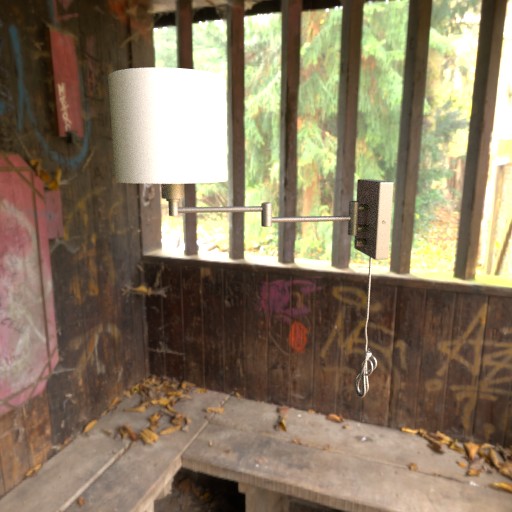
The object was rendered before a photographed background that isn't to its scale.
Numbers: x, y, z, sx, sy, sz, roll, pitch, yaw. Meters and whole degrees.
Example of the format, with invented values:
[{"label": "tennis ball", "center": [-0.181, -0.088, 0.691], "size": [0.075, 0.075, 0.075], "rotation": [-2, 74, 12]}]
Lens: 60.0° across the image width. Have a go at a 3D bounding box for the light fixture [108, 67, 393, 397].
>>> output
[{"label": "light fixture", "center": [0.000, 0.000, 0.876], "size": [0.516, 0.651, 0.203], "rotation": [-2, 13, -8]}]
